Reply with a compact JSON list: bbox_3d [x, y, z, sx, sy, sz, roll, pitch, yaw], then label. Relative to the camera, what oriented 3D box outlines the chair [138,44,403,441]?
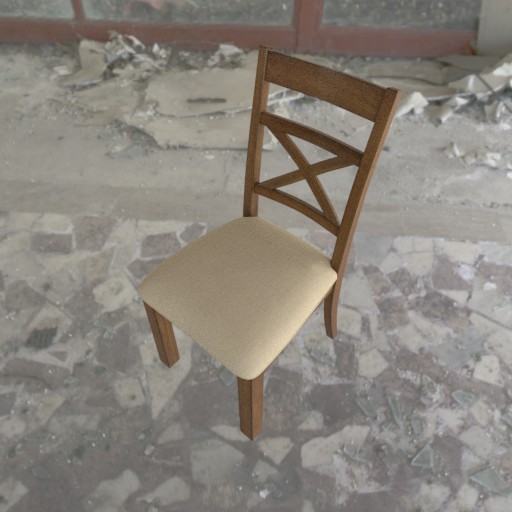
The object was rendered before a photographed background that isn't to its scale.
[{"bbox_3d":[0.000,0.000,1.293,0.461,0.949,0.581,32,54,27],"label":"chair"}]
